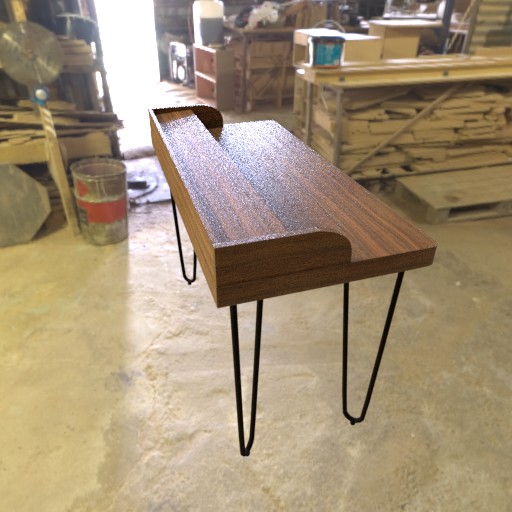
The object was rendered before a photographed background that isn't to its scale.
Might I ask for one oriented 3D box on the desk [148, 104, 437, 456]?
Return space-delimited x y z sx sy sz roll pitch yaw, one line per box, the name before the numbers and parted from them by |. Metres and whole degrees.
desk | 0.000 0.000 1.667 0.565 0.854 1.200 -10 33 -15
